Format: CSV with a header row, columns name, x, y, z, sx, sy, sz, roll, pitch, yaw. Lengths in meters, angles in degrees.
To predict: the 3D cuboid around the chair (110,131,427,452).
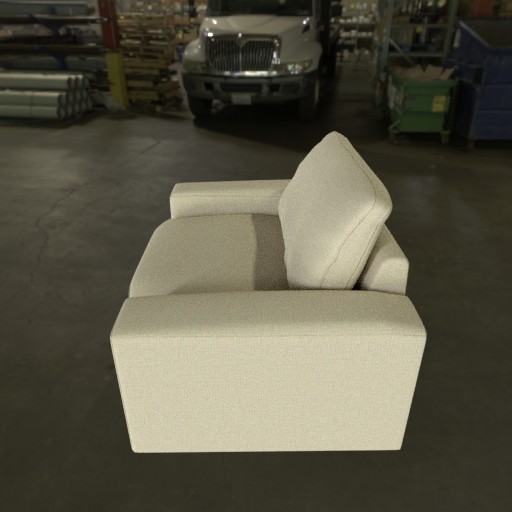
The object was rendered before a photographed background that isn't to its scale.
name,x,y,z,sx,sy,sz,roll,pitch,yaw
chair,0.000,0.000,2.006,1.039,0.915,1.398,0,29,-1
